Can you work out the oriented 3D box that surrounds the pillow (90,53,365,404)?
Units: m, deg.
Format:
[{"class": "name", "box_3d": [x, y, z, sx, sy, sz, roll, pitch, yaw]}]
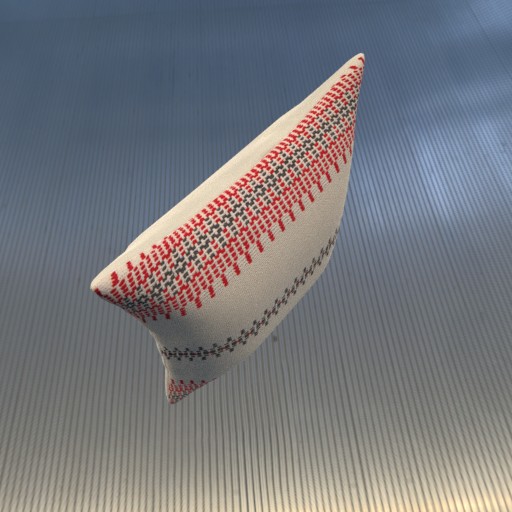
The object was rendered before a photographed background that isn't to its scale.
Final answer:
[{"class": "pillow", "box_3d": [0.000, 0.000, 0.694, 0.160, 0.454, 0.463, 36, 65, 20]}]
